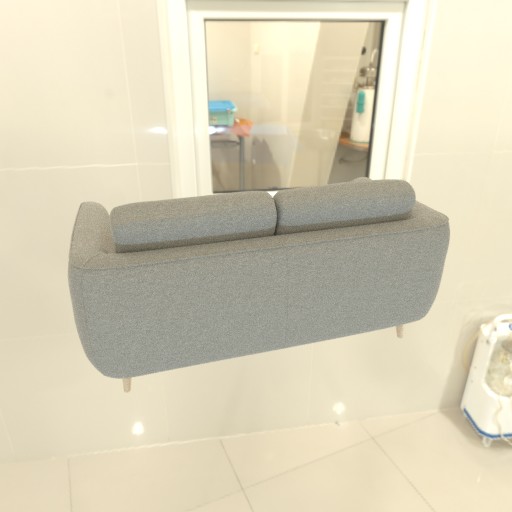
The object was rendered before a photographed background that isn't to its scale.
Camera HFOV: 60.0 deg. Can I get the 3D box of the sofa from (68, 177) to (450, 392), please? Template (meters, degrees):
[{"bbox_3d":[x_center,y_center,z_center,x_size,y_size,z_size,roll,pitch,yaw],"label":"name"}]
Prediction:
[{"bbox_3d":[0.000,0.000,2.233,1.700,0.850,0.920,-7,26,-15],"label":"sofa"}]
